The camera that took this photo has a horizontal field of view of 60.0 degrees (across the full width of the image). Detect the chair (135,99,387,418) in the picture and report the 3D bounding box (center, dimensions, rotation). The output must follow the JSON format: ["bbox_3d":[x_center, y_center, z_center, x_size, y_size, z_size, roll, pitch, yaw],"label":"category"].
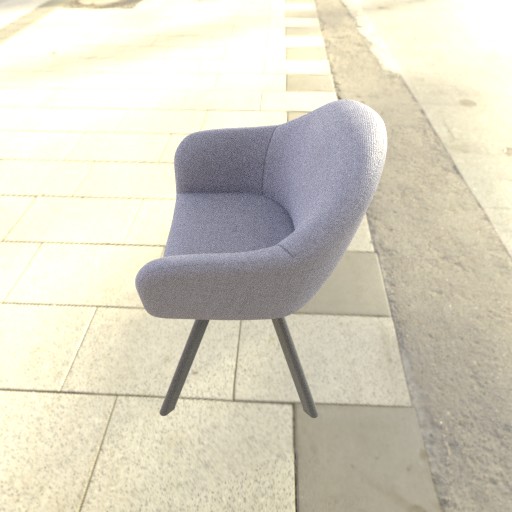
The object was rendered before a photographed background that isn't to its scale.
[{"bbox_3d":[0.000,0.000,1.196,0.550,0.795,0.590,1,41,1],"label":"chair"}]
